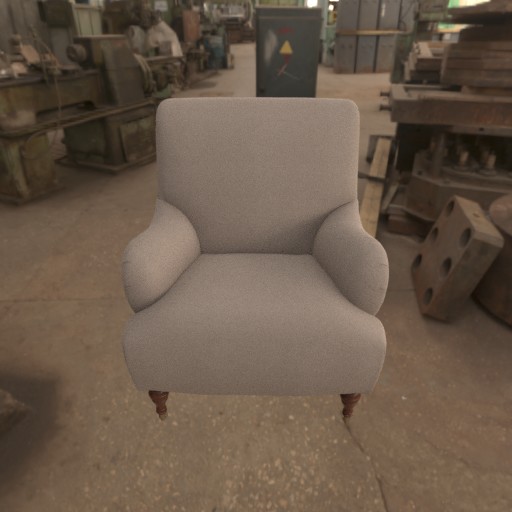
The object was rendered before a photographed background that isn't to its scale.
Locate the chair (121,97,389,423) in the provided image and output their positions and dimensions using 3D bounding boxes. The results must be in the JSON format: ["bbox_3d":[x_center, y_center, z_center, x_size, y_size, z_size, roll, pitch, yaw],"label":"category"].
[{"bbox_3d":[0.000,0.000,1.532,0.766,0.942,0.842,1,29,1],"label":"chair"}]
